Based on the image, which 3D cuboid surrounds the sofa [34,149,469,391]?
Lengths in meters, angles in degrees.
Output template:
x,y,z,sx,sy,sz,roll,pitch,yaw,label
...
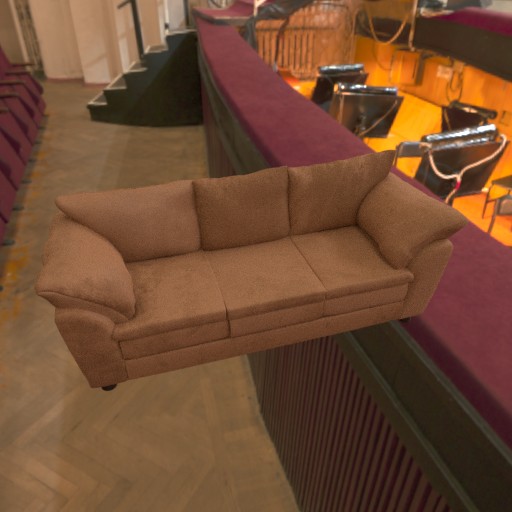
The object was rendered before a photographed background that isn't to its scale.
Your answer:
x,y,z,sx,sy,sz,roll,pitch,yaw,label
0.000,0.000,2.777,2.377,0.981,0.893,-10,34,-15,sofa
